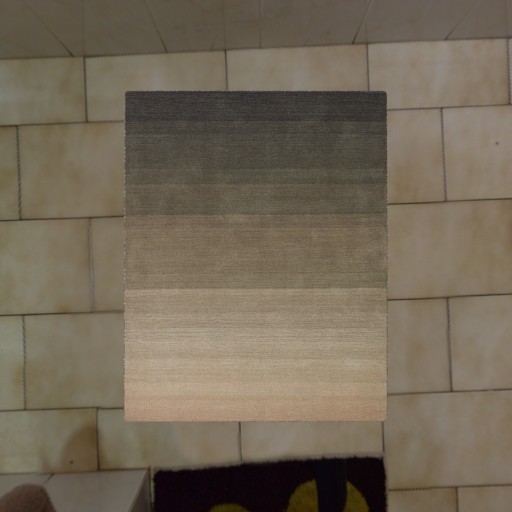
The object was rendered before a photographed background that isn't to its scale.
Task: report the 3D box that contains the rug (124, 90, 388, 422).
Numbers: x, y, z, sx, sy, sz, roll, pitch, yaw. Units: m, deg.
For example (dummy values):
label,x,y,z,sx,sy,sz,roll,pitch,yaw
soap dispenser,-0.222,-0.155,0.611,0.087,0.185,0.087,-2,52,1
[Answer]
label,x,y,z,sx,sy,sz,roll,pitch,yaw
rug,0.000,0.000,3.885,2.305,0.017,2.902,0,90,0
